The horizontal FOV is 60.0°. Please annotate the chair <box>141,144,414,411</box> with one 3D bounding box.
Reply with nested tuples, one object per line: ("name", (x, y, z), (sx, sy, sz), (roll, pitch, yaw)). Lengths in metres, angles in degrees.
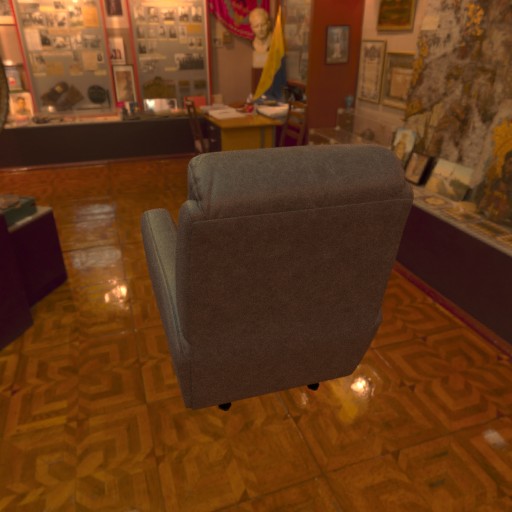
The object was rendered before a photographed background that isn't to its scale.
("chair", (0.000, 0.000, 1.819), (0.865, 1.067, 1.067), (-8, 28, -15))
